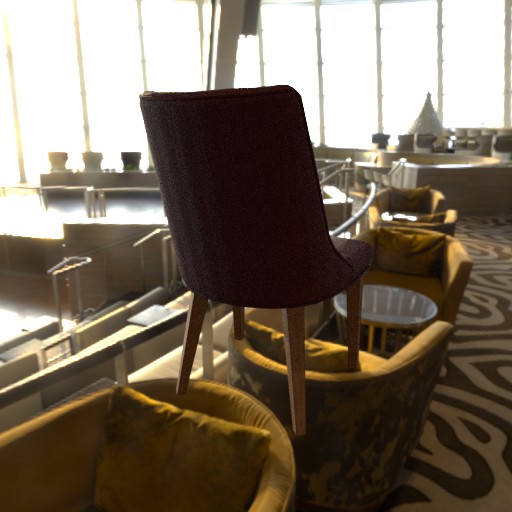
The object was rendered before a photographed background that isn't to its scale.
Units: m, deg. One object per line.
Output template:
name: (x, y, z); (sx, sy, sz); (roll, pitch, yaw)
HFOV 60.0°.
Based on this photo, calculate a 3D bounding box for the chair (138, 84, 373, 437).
chair: (0.000, 0.000, 1.327); (0.548, 0.916, 0.638); (9, 18, 27)
